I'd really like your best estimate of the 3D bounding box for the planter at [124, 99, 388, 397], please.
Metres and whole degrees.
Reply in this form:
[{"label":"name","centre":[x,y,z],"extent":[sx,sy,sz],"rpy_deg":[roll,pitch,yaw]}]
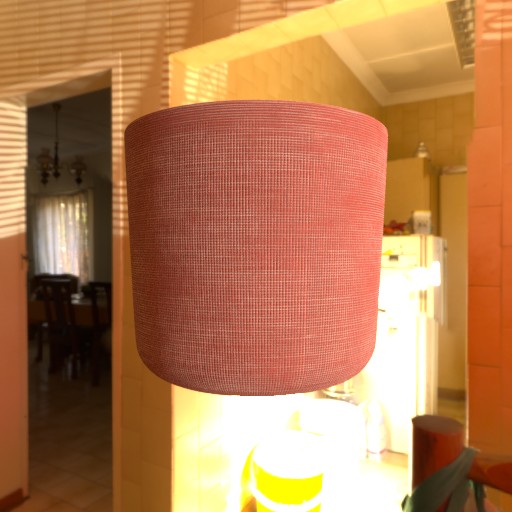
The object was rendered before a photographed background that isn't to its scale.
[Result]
[{"label":"planter","centre":[0.000,0.000,0.775],"extent":[0.440,0.398,0.440],"rpy_deg":[0,1,0]}]
